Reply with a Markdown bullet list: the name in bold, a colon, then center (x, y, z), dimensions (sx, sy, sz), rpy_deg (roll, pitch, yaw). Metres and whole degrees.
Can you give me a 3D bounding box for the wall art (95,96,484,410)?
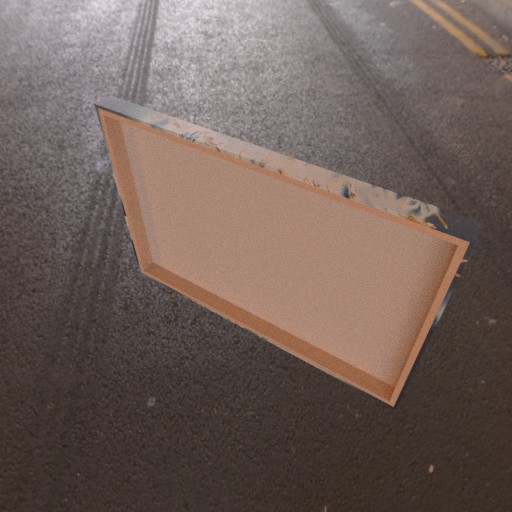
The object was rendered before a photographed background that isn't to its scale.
- **wall art**: center (0.000, 0.000, 0.763), dimensions (0.607, 0.405, 0.036), rpy_deg (24, 50, 23)
